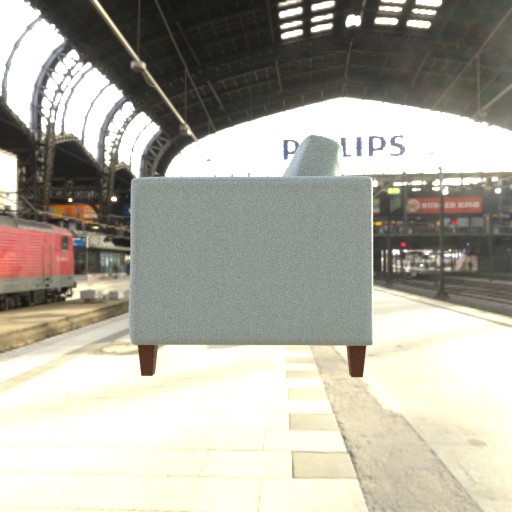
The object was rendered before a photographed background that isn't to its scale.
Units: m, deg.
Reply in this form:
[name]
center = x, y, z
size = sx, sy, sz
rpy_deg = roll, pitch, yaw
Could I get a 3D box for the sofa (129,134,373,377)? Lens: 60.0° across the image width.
[sofa]
center = 0.000, 0.000, 2.745
size = 0.951, 0.965, 2.208
rpy_deg = 0, -1, 1
